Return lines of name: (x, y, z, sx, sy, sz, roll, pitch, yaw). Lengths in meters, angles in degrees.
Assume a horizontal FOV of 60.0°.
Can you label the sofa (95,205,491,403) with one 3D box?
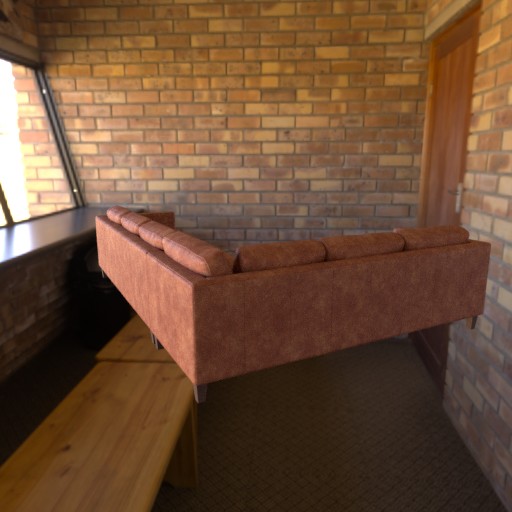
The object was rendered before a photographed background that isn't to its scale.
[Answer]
sofa: (0.000, 0.000, 4.255, 2.438, 0.838, 3.150, -7, 14, -27)
